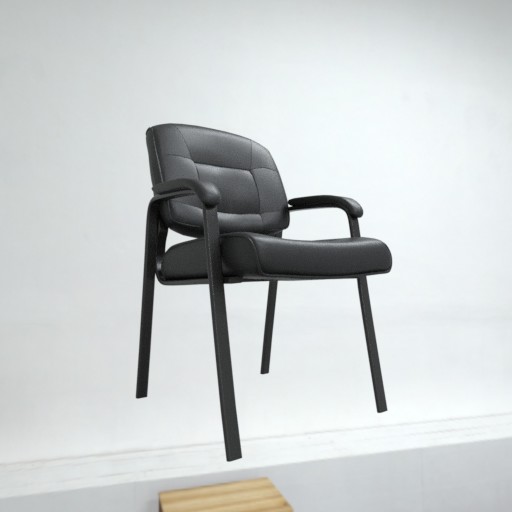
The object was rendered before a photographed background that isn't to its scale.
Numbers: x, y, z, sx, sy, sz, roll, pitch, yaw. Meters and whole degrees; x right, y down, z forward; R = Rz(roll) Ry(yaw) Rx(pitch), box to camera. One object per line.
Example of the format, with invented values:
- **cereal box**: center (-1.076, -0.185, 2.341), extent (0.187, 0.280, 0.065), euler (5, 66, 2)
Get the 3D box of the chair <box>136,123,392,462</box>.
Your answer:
- **chair**: center (0.000, 0.000, 1.349), extent (0.591, 0.910, 0.668), euler (0, 0, -36)
